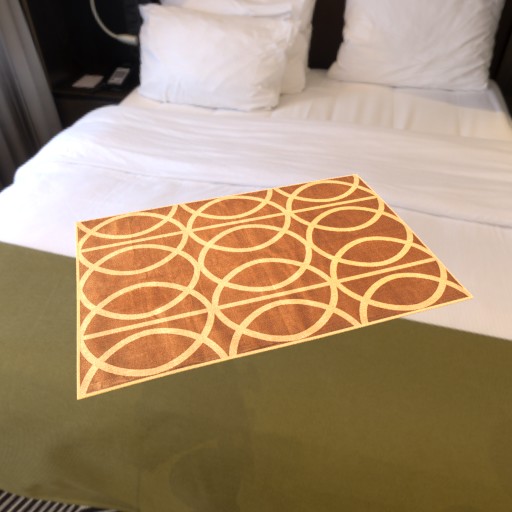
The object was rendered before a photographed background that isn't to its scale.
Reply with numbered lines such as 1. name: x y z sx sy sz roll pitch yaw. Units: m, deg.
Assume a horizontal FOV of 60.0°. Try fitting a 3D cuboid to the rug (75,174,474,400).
1. rug: 0.000 0.000 2.950 2.290 0.014 1.526 -12 42 -13
